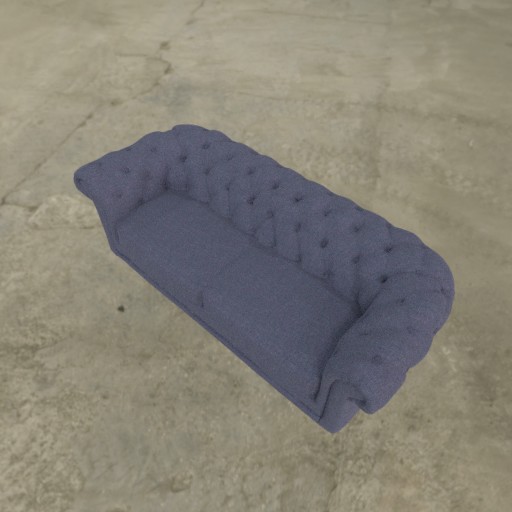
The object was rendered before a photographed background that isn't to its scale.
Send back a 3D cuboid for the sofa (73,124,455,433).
[{"bbox_3d":[0.000,0.000,2.835,2.335,0.836,1.046,34,56,27],"label":"sofa"}]
